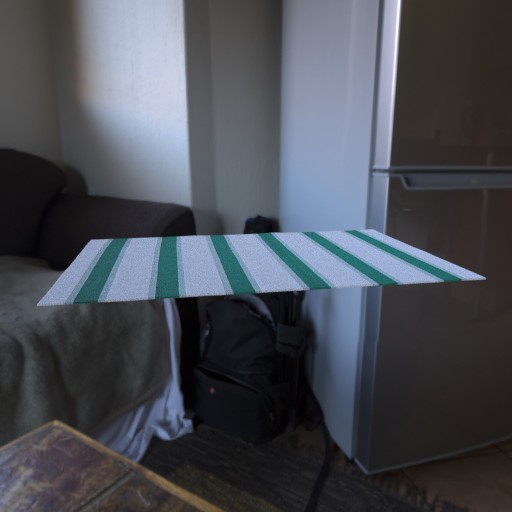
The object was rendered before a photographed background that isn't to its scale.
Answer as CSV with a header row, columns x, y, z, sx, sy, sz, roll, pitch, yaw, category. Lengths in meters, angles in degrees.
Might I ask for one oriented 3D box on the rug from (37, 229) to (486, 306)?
x,y,z,sx,sy,sz,roll,pitch,yaw,category
0.000,0.000,3.078,2.436,0.015,1.521,-3,14,-10,rug
